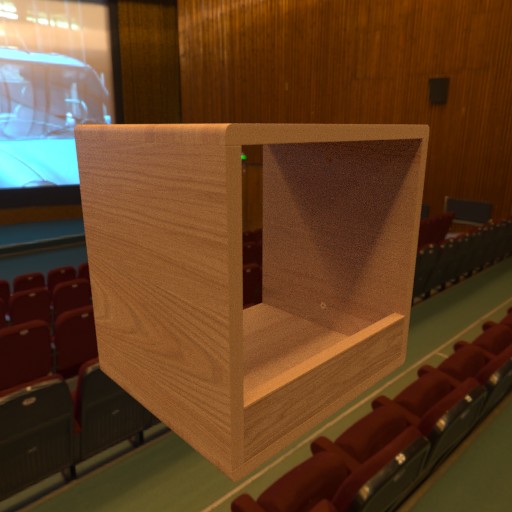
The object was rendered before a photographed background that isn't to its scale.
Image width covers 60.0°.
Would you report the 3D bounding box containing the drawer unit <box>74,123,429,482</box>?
[{"bbox_3d":[0.000,0.000,0.606,0.344,0.344,0.290,-15,22,-42],"label":"drawer unit"}]
